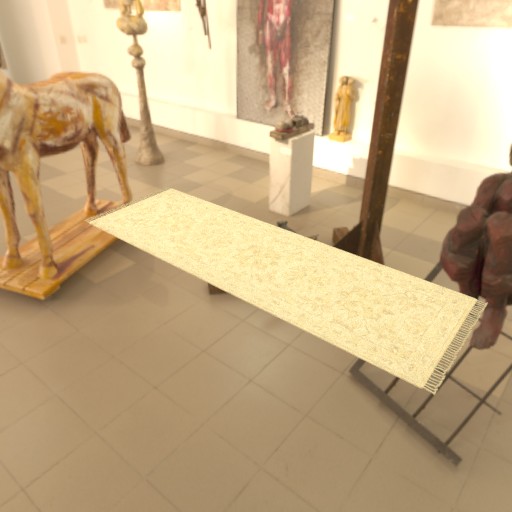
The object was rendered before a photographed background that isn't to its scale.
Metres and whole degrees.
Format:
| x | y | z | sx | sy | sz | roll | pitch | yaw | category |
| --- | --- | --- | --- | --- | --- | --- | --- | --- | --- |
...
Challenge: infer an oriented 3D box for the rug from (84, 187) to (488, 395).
| x | y | z | sx | sy | sz | roll | pitch | yaw | category |
| --- | --- | --- | --- | --- | --- | --- | --- | --- | --- |
| 0.000 | 0.000 | 2.786 | 2.544 | 0.015 | 0.795 | 23 | 38 | 32 | rug |
